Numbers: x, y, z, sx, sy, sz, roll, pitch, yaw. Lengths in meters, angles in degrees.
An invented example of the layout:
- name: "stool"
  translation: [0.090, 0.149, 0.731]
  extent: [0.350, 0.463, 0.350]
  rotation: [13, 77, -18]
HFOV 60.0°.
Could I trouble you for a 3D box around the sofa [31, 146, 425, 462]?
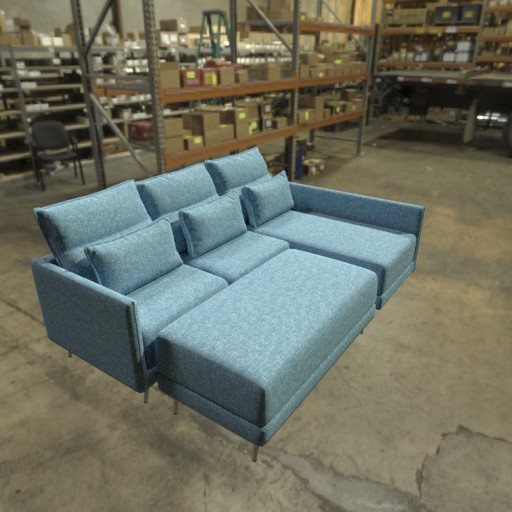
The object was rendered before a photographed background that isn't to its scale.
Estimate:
- name: "sofa"
  translation: [0.000, 0.000, 2.720]
  extent: [1.420, 0.899, 2.034]
  rotation: [17, 30, 31]
